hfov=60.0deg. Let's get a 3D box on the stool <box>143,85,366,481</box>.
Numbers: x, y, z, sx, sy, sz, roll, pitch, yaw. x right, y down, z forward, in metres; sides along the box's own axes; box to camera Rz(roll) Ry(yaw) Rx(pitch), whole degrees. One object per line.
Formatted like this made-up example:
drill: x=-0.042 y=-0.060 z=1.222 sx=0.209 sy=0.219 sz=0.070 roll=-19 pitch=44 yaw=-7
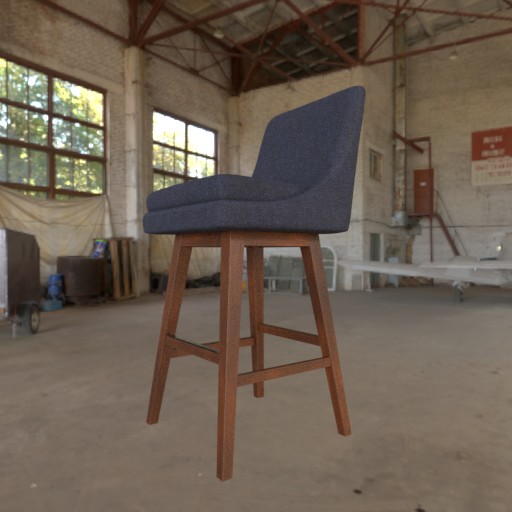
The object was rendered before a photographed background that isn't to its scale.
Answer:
stool: x=0.000 y=0.000 z=1.398 sx=0.572 sy=1.068 sz=0.489 roll=0 pitch=1 yaw=-37
